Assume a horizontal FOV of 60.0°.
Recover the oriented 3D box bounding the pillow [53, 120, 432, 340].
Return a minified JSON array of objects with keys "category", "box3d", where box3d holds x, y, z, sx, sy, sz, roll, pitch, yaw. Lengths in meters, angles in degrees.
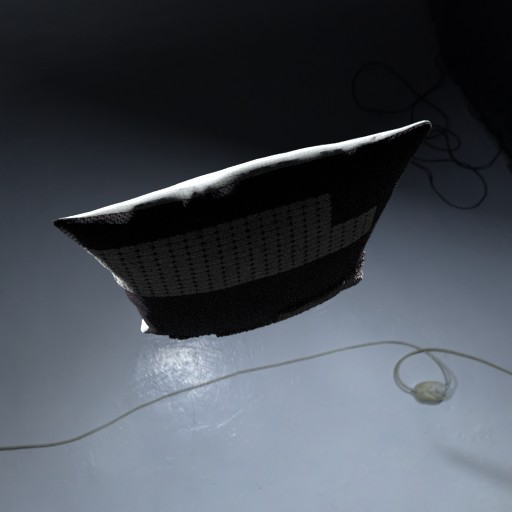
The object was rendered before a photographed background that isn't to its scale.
[{"category":"pillow","box3d":[0.000,0.000,0.727,0.475,0.473,0.178,-16,64,-8]}]
